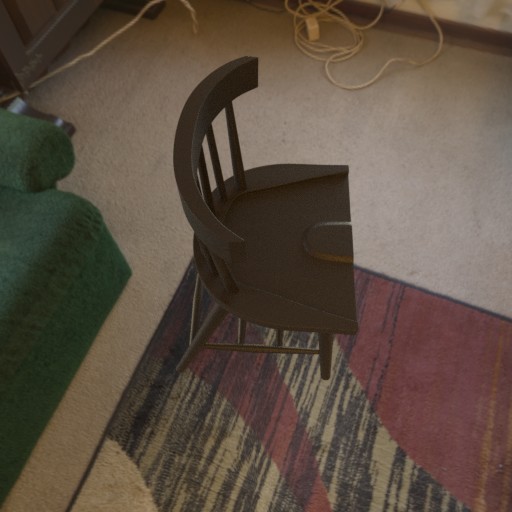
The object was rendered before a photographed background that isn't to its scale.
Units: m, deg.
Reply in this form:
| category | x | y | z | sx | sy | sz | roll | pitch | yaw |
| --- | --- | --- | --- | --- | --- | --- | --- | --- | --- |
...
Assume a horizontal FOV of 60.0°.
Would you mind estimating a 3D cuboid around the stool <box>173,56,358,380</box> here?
| category | x | y | z | sx | sy | sz | roll | pitch | yaw |
| --- | --- | --- | --- | --- | --- | --- | --- | --- | --- |
| stool | 0.000 | 0.000 | 1.257 | 0.549 | 0.953 | 0.494 | 3 | 62 | 1 |
